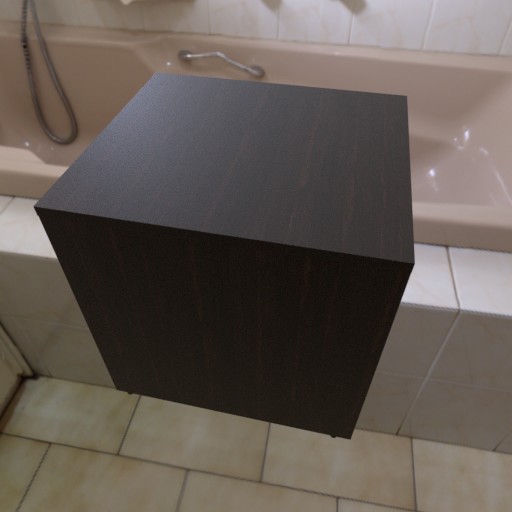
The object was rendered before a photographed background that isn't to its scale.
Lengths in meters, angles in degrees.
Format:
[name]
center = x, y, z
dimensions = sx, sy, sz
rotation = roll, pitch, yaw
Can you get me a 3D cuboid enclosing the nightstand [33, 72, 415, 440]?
[nightstand]
center = 0.000, 0.000, 0.799
dimensions = 0.461, 0.460, 0.400
rotation = 9, 46, 9
